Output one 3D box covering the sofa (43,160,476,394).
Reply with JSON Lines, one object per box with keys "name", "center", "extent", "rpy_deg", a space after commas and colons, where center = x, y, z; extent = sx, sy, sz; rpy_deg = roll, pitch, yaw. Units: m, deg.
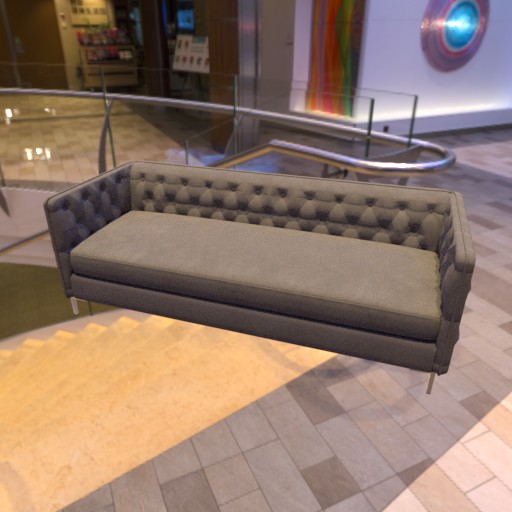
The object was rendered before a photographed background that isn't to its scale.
{"name": "sofa", "center": [0.000, 0.000, 2.613], "extent": [2.209, 0.771, 0.895], "rpy_deg": [9, 28, 17]}
